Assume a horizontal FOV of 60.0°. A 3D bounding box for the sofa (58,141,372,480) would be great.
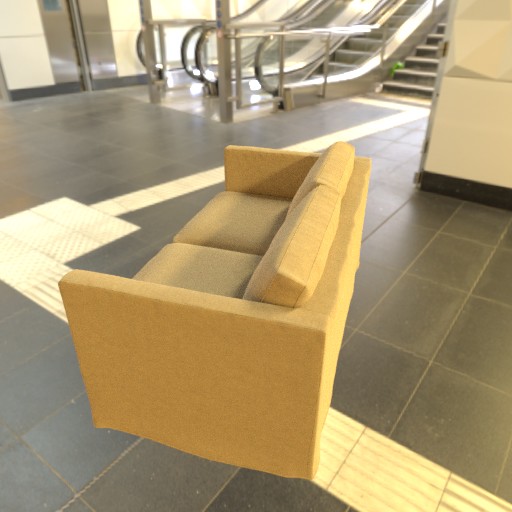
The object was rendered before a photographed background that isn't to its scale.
[{"bbox_3d":[0.000,0.000,2.220,0.962,0.835,1.719,9,31,15],"label":"sofa"}]
